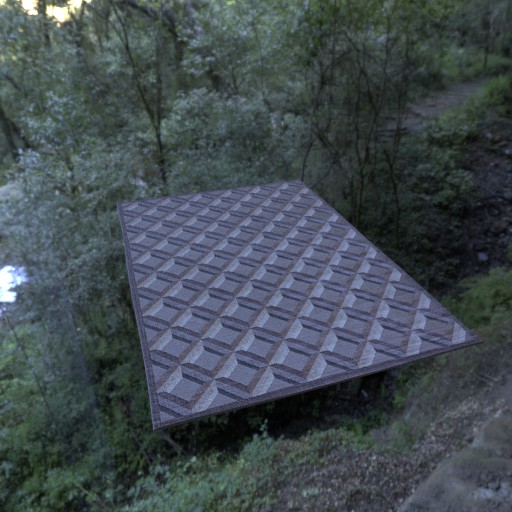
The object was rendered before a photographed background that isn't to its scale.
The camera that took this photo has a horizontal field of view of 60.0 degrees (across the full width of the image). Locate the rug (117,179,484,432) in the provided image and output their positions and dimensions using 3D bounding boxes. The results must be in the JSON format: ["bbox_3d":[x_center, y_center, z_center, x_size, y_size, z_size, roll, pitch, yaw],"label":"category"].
[{"bbox_3d":[0.000,0.000,2.861,1.600,0.013,2.260,-10,33,-16],"label":"rug"}]
